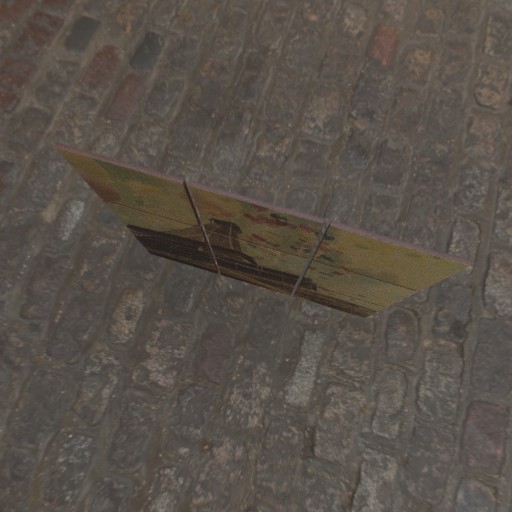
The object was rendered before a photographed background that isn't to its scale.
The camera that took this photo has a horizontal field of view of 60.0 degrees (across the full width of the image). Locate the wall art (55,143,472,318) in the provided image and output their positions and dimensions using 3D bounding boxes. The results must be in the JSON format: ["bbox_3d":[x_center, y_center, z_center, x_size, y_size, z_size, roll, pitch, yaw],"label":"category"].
[{"bbox_3d":[0.000,0.000,1.885,1.256,1.246,0.017,16,76,4],"label":"wall art"}]
